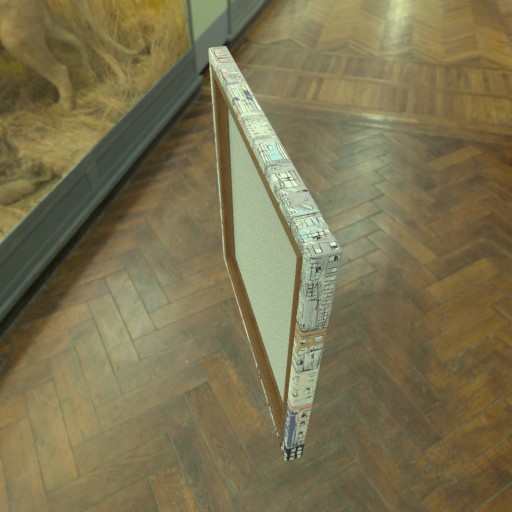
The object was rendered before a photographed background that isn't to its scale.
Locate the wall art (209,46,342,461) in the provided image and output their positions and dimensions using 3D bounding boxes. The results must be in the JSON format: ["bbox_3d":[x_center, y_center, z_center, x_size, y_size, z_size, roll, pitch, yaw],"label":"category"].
[{"bbox_3d":[0.000,0.000,1.134,0.048,0.762,0.761,-11,47,-10],"label":"wall art"}]
